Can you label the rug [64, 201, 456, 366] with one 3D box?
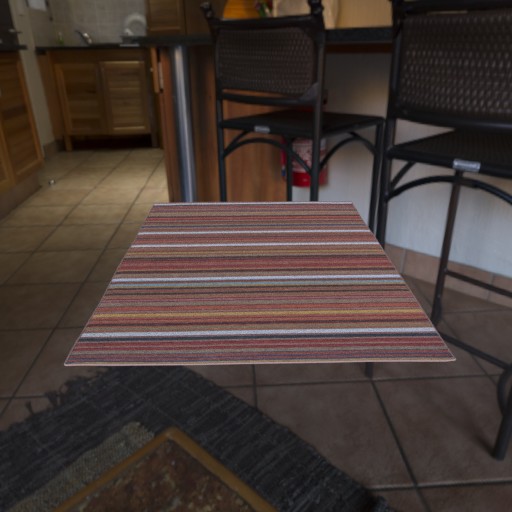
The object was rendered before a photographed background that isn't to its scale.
[{"bbox_3d":[0.000,0.000,4.157,2.479,0.023,3.092,0,26,-1],"label":"rug"}]
